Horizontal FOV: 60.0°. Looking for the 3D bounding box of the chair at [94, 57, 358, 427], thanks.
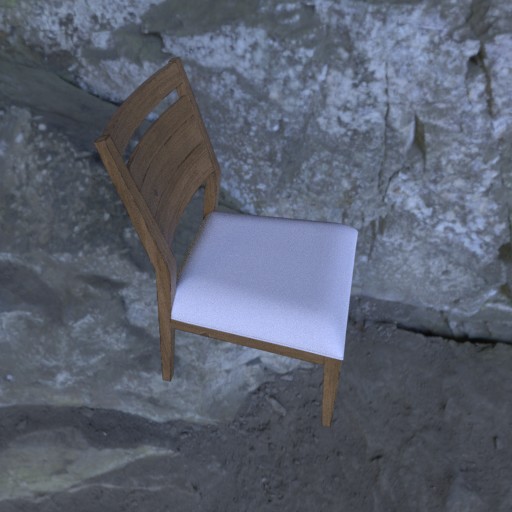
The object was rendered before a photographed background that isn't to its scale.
[{"bbox_3d":[0.000,0.000,1.302,0.610,0.939,0.497,10,46,9],"label":"chair"}]
